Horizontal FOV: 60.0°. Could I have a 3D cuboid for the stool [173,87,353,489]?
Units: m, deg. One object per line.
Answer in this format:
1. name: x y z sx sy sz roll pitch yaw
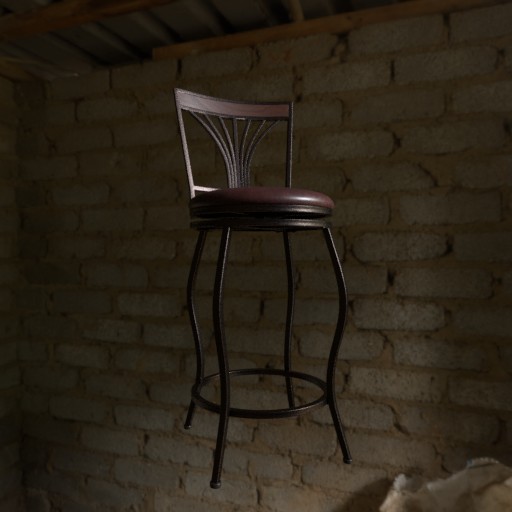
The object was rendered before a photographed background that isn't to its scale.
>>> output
1. stool: 0.000 0.000 1.352 0.433 1.117 0.514 0 1 -19
